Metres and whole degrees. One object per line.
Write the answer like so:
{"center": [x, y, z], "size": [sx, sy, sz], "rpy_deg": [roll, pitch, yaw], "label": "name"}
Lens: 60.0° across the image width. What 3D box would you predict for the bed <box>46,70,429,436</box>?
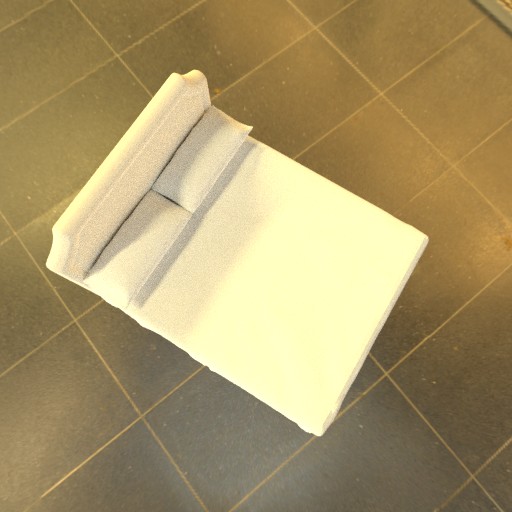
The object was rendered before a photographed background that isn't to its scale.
{"center": [0.000, 0.000, 3.917], "size": [2.548, 1.524, 2.134], "rpy_deg": [31, 77, 8], "label": "bed"}
